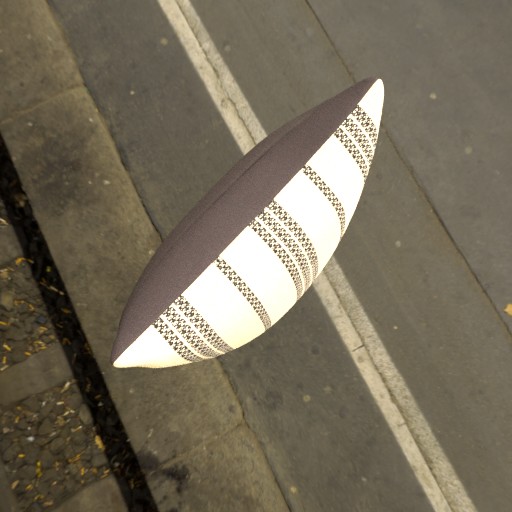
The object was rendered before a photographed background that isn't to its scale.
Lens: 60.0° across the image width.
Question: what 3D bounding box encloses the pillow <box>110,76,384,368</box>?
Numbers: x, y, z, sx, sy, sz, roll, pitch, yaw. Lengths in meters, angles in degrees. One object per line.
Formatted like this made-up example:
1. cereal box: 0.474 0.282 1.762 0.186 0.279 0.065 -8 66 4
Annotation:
1. pillow: 0.000 0.000 0.637 0.173 0.406 0.405 41 80 8
